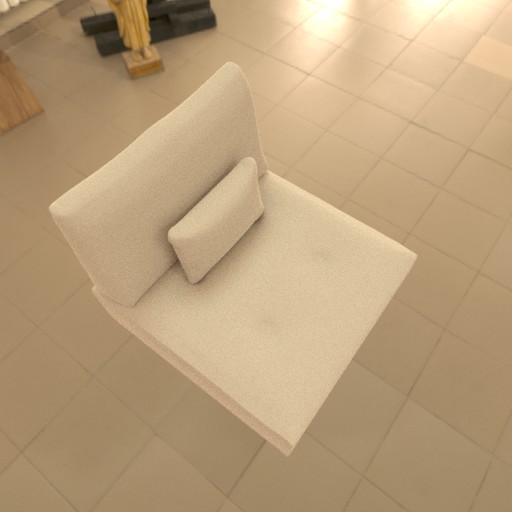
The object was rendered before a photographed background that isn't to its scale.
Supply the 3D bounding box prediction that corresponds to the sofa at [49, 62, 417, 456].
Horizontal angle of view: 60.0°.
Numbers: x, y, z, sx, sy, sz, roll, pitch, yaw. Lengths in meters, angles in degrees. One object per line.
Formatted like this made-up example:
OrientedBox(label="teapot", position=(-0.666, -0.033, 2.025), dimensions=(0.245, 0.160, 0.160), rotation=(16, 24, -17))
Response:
OrientedBox(label="sofa", position=(0.000, 0.000, 1.712), dimensions=(1.000, 0.828, 0.935), rotation=(33, 64, 18))
